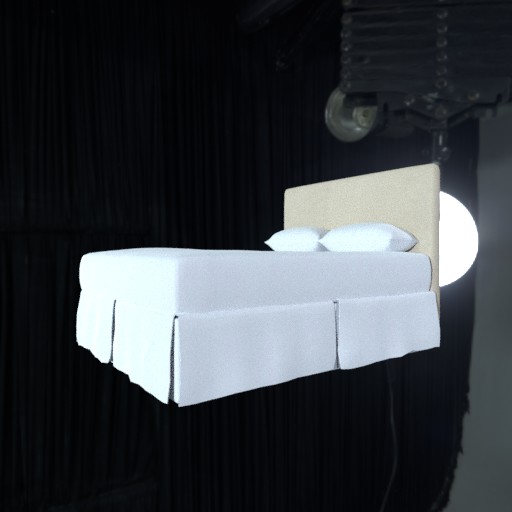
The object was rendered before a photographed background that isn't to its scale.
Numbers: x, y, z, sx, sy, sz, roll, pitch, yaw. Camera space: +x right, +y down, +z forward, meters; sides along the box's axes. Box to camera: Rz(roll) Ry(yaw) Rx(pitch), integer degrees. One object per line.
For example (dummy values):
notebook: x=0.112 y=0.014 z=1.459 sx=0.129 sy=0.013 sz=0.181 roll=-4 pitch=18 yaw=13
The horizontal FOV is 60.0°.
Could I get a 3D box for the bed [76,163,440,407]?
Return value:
bed: x=0.000 y=0.000 z=3.189 sx=2.142 sy=1.330 sz=1.723 roll=0 pitch=1 yaw=-36
